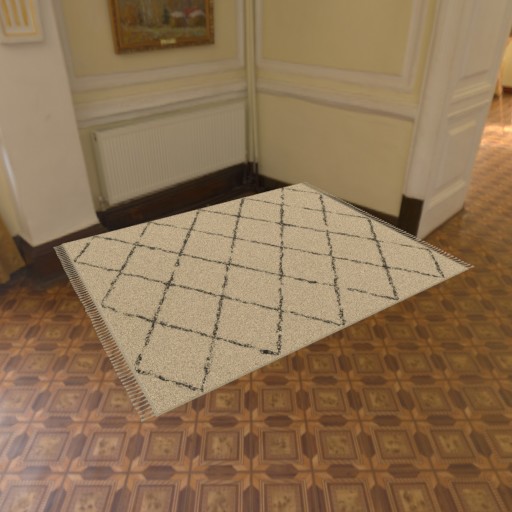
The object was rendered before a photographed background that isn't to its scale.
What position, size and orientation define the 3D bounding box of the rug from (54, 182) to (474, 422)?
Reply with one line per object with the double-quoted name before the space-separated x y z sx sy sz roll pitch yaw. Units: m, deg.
"rug" 0.000 0.000 4.053 3.051 0.013 2.380 -18 36 -28
